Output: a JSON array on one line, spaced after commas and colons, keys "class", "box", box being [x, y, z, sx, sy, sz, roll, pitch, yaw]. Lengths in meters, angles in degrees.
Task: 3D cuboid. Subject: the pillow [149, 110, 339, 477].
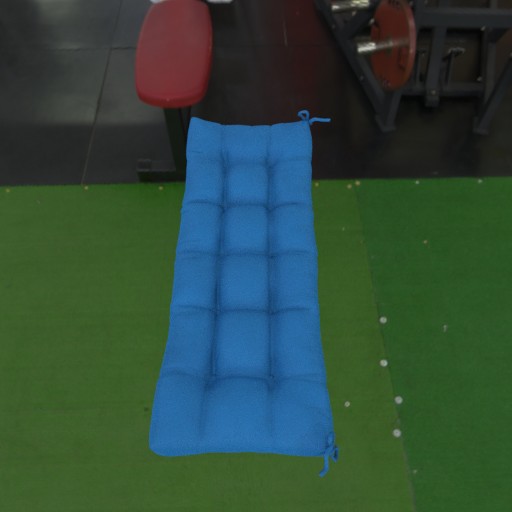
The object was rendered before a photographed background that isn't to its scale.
[{"class": "pillow", "box": [0.000, 0.000, 1.343, 0.511, 0.174, 1.194, 1, 59, 0]}]
